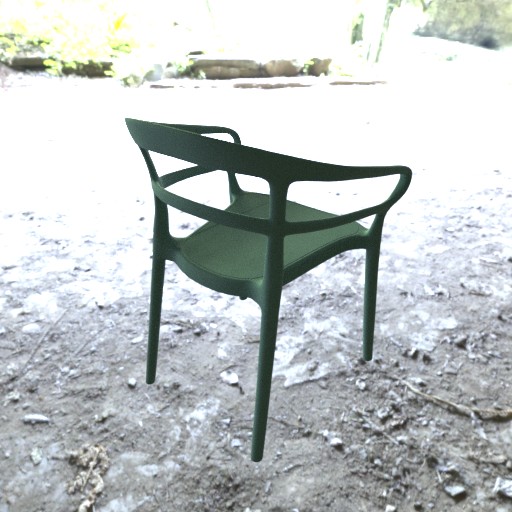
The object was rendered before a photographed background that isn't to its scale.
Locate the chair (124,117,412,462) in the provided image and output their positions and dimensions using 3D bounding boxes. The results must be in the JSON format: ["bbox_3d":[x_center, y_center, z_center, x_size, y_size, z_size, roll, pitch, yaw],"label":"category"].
[{"bbox_3d":[0.000,0.000,1.132,0.559,0.761,0.527,22,37,33],"label":"chair"}]
